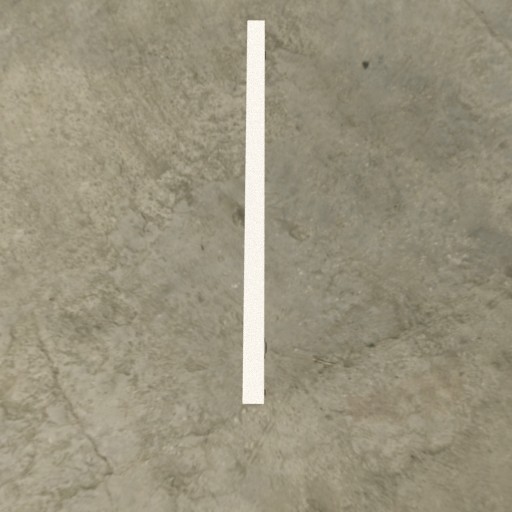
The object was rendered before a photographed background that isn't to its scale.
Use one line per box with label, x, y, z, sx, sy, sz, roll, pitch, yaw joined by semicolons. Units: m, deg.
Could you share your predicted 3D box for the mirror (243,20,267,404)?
mirror;0.000;0.000;1.327;0.041;1.016;0.762;0;76;0
